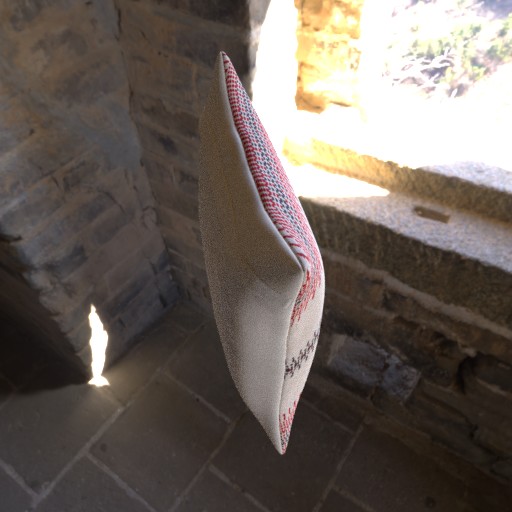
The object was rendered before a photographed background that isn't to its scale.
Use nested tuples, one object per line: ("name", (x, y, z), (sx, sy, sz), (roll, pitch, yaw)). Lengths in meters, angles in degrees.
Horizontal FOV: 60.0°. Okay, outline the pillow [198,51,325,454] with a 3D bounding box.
("pillow", (0.000, 0.000, 0.704), (0.160, 0.454, 0.463), (-9, 48, -8))
